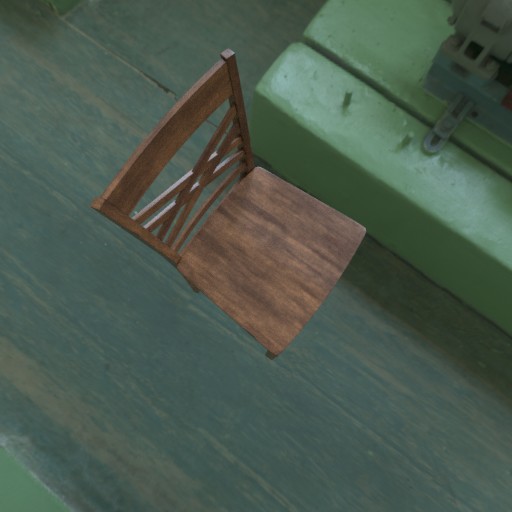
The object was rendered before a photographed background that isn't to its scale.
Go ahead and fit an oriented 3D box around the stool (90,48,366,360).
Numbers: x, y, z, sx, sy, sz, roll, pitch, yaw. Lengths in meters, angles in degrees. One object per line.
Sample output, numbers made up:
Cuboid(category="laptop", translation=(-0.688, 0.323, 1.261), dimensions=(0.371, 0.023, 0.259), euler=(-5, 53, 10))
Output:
Cuboid(category="stool", translation=(0.000, 0.000, 1.380), dimensions=(0.487, 1.105, 0.433), euler=(36, 79, 8))
